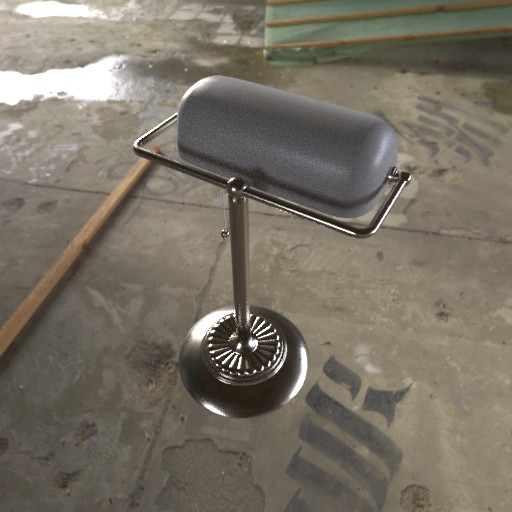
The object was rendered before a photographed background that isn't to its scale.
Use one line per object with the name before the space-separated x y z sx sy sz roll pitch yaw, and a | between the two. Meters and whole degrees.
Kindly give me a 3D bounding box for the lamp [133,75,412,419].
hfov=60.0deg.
lamp | 0.000 0.000 0.508 0.264 0.339 0.243 23 50 21
